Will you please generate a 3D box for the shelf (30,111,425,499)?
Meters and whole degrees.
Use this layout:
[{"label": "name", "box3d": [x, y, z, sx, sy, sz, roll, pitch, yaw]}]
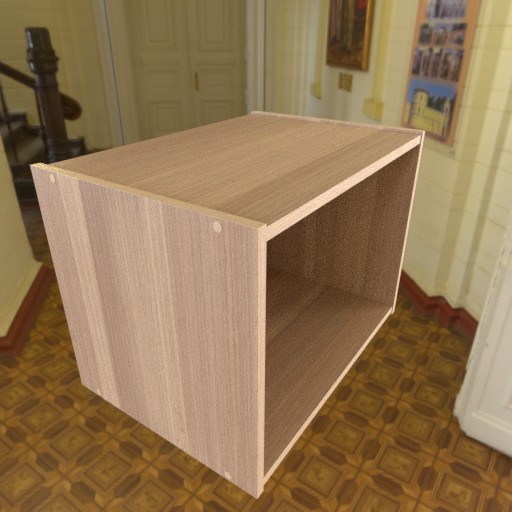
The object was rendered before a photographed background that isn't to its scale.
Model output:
[{"label": "shelf", "box3d": [0.000, 0.000, 0.613, 0.290, 0.305, 0.415, 18, 32, 30]}]
